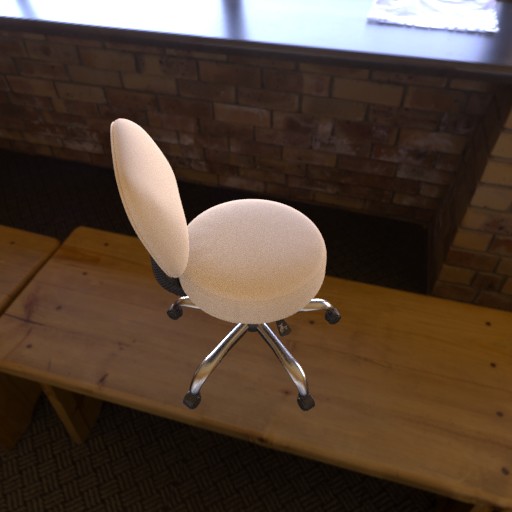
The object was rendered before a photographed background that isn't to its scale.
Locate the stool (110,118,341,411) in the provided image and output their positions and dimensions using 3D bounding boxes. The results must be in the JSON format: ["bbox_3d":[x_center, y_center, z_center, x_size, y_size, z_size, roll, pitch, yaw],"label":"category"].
[{"bbox_3d":[0.000,0.000,1.249,0.616,0.810,0.609,-11,46,-11],"label":"stool"}]
